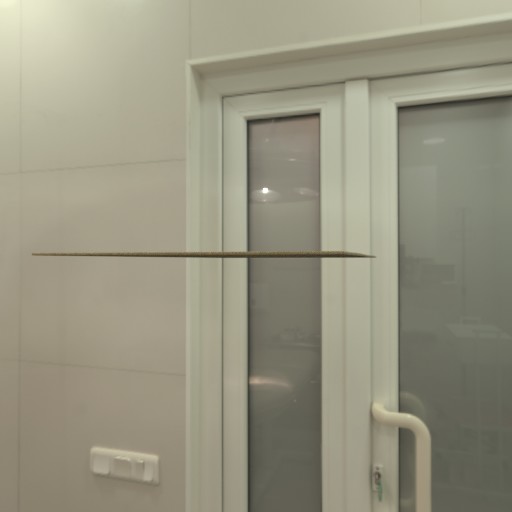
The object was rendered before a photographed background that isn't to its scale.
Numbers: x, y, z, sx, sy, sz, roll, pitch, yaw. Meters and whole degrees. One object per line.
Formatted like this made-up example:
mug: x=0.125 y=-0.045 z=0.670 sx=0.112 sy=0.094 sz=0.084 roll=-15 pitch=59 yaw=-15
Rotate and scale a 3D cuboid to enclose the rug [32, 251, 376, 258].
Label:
rug: x=0.000 y=0.000 z=3.106 sx=1.540 sy=0.012 sz=2.448 roll=0 pitch=-1 yaw=18
